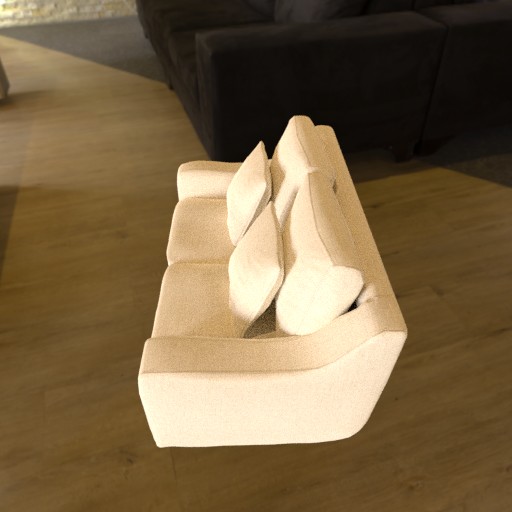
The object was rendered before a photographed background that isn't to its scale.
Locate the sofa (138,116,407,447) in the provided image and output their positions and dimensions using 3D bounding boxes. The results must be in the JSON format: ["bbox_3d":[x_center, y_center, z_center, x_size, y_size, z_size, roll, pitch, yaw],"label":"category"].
[{"bbox_3d":[0.000,0.000,2.419,1.040,1.047,1.744,-1,41,-1],"label":"sofa"}]
